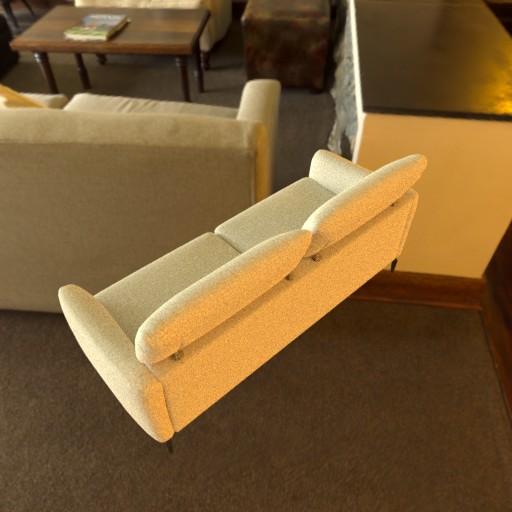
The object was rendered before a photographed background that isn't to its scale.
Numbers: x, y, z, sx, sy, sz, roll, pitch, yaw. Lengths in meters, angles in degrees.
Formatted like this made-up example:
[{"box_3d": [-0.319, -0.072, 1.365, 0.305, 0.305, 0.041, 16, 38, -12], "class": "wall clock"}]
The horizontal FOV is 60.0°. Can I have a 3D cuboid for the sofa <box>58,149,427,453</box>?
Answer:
[{"box_3d": [0.000, 0.000, 2.515, 2.015, 0.956, 0.856, -32, 53, -28], "class": "sofa"}]
